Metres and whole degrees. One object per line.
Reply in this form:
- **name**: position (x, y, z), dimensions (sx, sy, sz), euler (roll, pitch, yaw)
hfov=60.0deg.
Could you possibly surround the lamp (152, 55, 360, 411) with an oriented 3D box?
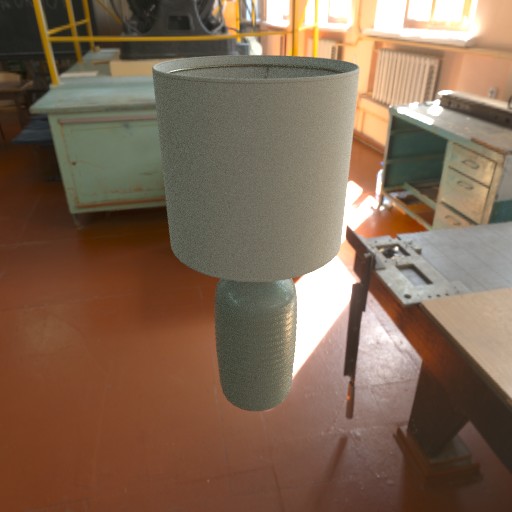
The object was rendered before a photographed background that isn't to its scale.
- **lamp**: position (0.000, 0.000, 0.596), dimensions (0.220, 0.475, 0.220), euler (12, 31, 20)
